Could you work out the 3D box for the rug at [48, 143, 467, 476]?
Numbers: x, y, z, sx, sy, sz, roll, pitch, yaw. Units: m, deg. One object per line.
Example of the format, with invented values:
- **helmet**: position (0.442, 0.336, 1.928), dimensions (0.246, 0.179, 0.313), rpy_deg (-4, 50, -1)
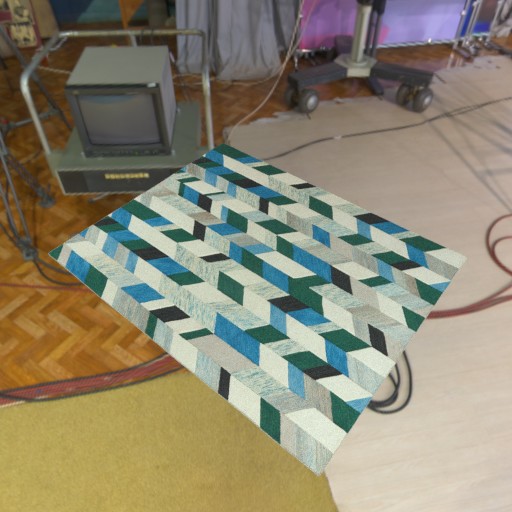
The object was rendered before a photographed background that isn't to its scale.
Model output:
- **rug**: position (0.000, 0.000, 4.087), dimensions (3.036, 0.008, 2.440), rpy_deg (31, 54, 26)
